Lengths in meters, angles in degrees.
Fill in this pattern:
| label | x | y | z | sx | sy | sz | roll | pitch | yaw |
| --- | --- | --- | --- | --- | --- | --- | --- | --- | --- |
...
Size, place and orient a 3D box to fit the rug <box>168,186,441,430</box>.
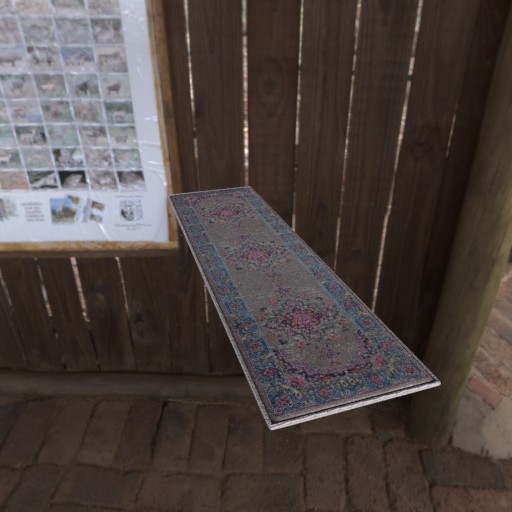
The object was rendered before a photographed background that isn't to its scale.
| label | x | y | z | sx | sy | sz | roll | pitch | yaw |
| --- | --- | --- | --- | --- | --- | --- | --- | --- | --- |
| rug | 0.000 | 0.000 | 2.472 | 0.659 | 0.019 | 2.297 | -9 | 29 | -16 |
